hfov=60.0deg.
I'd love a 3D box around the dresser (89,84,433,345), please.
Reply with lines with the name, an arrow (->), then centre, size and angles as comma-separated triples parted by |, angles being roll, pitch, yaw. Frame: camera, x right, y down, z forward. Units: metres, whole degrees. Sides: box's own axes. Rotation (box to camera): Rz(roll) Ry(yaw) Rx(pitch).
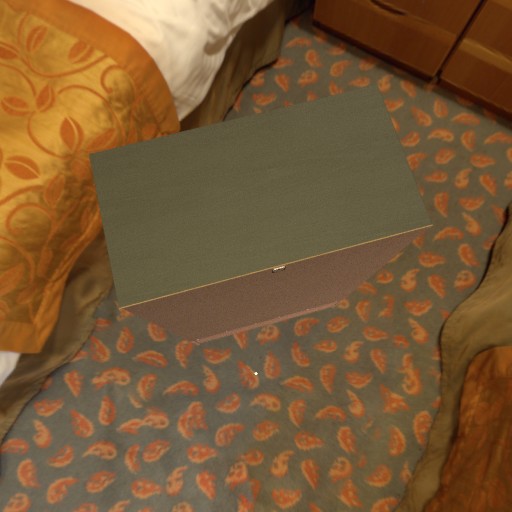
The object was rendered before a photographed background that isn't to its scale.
dresser -> 0.000, 0.000, 1.609 | 0.704, 1.255, 0.399 | -15, 76, -4
